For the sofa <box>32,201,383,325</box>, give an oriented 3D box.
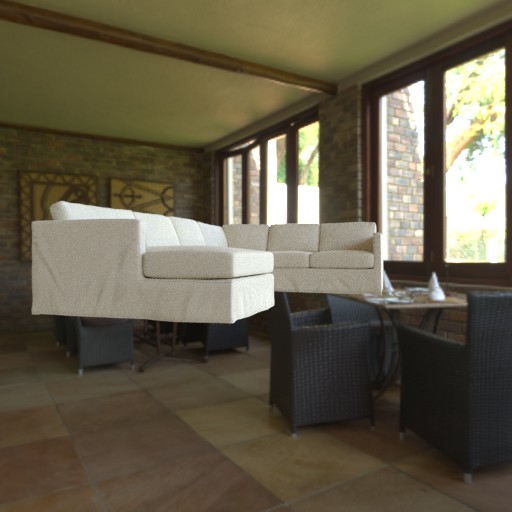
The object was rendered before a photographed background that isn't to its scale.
[{"bbox_3d":[0.000,0.000,4.529,2.448,0.882,3.464,0,0,17],"label":"sofa"}]
